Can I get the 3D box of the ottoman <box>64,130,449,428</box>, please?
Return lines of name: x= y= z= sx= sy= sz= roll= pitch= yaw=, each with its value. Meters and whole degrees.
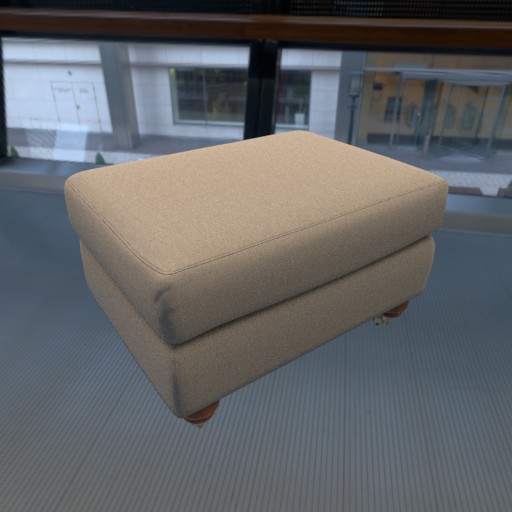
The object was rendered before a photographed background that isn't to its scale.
ottoman: x=0.000 y=0.000 z=1.149 sx=0.773 sy=0.497 sz=0.574 roll=-20 pitch=35 yaw=-30
